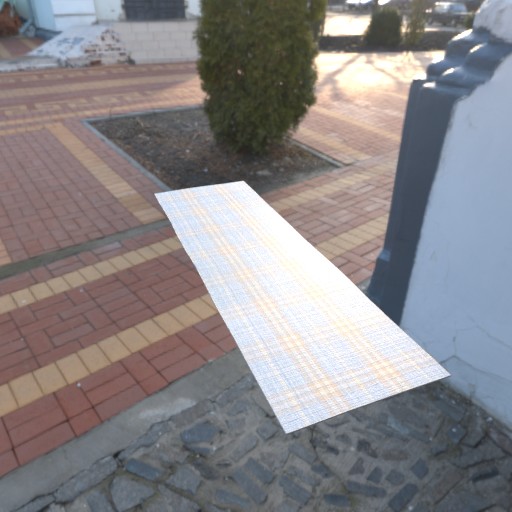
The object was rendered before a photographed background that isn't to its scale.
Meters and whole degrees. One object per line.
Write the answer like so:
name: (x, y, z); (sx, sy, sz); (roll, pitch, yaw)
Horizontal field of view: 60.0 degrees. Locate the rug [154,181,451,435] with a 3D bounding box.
rug: (0.000, 0.000, 2.695); (0.762, 0.013, 2.439); (-12, 32, -19)
